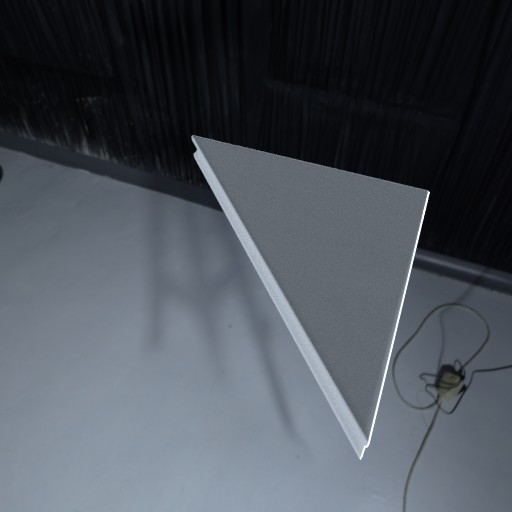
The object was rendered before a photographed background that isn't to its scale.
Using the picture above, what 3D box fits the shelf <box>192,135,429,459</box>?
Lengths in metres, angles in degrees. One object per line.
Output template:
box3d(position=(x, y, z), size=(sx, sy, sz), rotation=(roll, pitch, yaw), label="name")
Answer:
box3d(position=(0.000, 0.000, 0.450), size=(0.296, 0.035, 0.296), rotation=(17, 51, 14), label="shelf")
